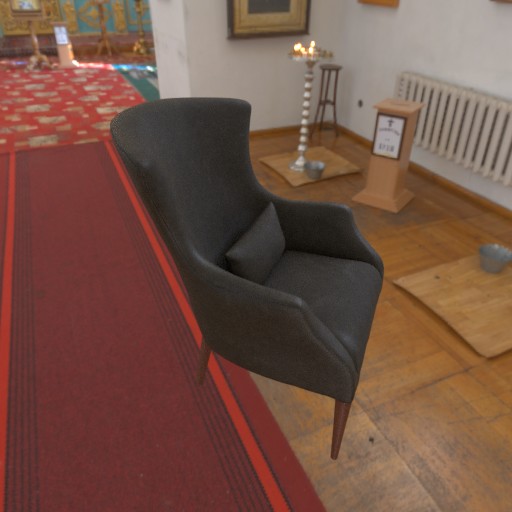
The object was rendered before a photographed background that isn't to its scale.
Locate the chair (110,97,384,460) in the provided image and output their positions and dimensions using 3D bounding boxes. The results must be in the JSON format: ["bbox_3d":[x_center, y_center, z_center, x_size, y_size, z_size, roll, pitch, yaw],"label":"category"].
[{"bbox_3d":[0.000,0.000,1.732,0.954,1.068,0.819,11,33,18],"label":"chair"}]
